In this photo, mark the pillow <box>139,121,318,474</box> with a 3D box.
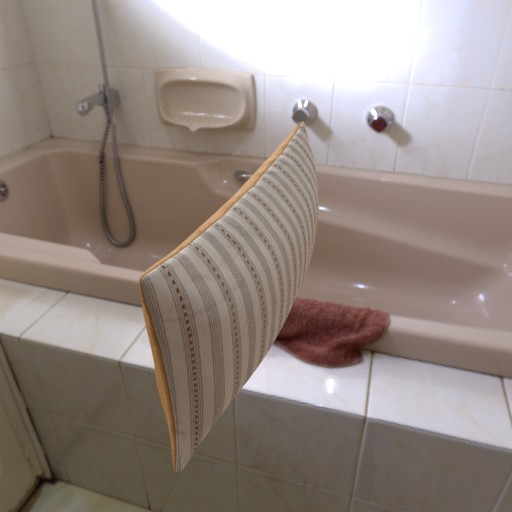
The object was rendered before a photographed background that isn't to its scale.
[{"bbox_3d":[0.000,0.000,0.720,0.151,0.291,0.608,10,32,16],"label":"pillow"}]
